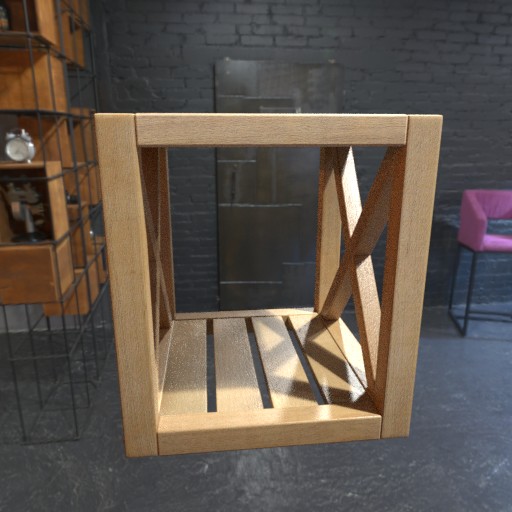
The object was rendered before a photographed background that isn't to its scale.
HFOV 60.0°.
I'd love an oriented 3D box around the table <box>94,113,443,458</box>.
[{"bbox_3d":[0.000,0.000,1.032,0.558,0.610,0.559,-2,16,-6],"label":"table"}]
